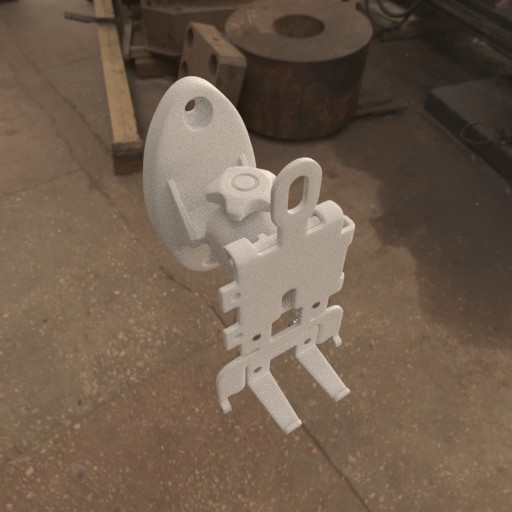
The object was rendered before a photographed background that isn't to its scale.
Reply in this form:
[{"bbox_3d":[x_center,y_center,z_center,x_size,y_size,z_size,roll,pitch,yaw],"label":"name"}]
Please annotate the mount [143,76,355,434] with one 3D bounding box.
[{"bbox_3d":[0.000,0.000,0.178,0.066,0.118,0.100,-25,52,-21],"label":"mount"}]
